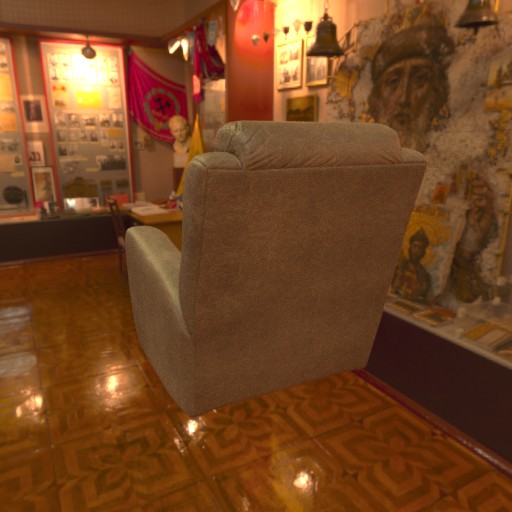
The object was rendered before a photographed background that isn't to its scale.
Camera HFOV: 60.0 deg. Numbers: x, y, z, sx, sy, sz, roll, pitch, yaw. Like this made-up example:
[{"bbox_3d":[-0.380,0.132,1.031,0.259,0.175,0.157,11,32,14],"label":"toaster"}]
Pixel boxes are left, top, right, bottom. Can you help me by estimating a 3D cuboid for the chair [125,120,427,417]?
[{"bbox_3d":[0.000,0.000,1.960,0.965,1.116,1.068,-8,17,-26],"label":"chair"}]
